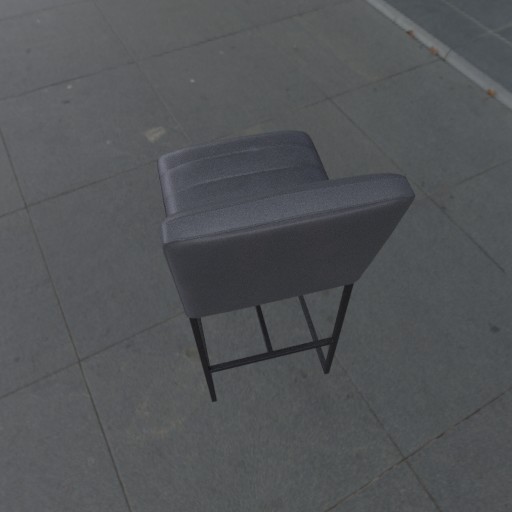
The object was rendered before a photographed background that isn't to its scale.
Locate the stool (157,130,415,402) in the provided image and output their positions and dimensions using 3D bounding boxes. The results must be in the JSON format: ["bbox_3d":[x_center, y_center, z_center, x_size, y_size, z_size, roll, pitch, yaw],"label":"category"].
[{"bbox_3d":[0.000,0.000,1.300,0.457,1.040,0.552,-12,57,-8],"label":"stool"}]
